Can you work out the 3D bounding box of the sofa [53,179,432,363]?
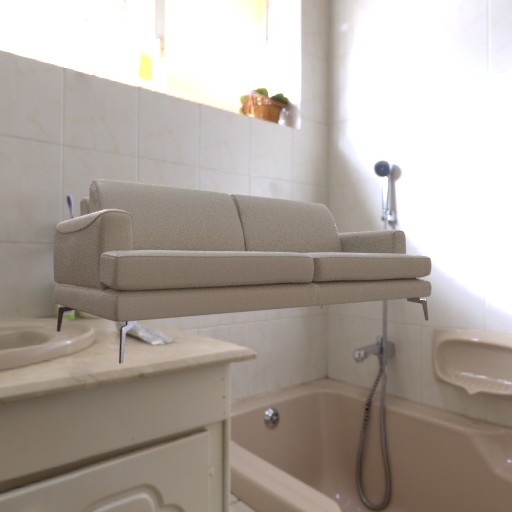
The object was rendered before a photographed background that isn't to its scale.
[{"bbox_3d":[0.000,0.000,2.464,1.940,0.765,0.974,1,-1,-37],"label":"sofa"}]
